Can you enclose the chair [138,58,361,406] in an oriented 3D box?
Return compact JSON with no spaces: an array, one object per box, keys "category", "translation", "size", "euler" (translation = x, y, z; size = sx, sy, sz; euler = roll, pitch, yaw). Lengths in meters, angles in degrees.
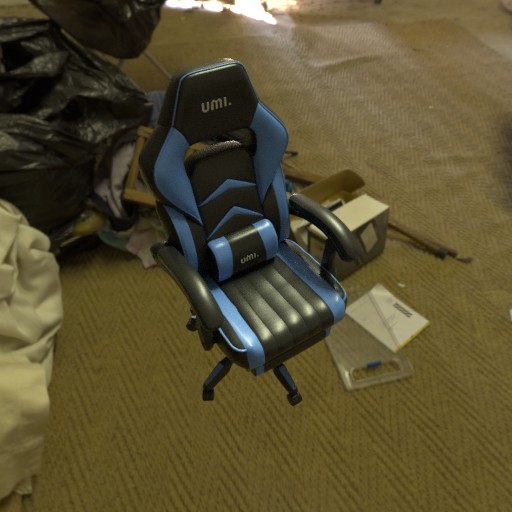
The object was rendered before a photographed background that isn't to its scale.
[{"category":"chair","translation":[0.000,0.000,1.718],"size":[0.700,1.280,0.700],"euler":[-24,50,-22]}]
